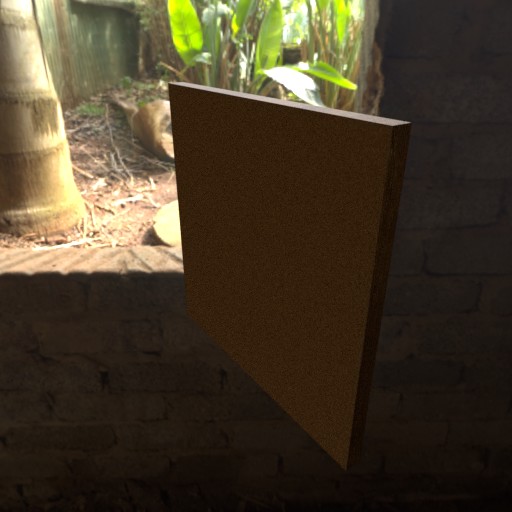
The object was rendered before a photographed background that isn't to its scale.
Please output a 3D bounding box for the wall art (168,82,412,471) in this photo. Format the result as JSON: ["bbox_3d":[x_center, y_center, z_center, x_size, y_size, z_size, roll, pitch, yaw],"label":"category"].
[{"bbox_3d":[0.000,0.000,0.888,0.042,0.608,0.611,-18,32,-31],"label":"wall art"}]
